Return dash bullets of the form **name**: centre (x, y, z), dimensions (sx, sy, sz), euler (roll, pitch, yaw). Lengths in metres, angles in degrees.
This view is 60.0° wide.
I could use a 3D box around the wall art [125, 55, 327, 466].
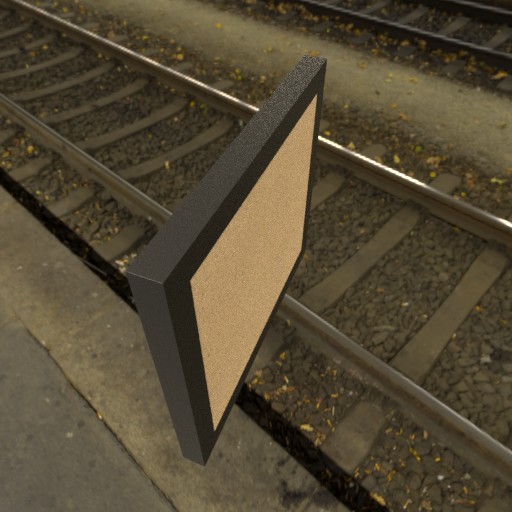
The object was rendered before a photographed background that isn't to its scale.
- **wall art**: centre (0.000, 0.000, 0.521), dimensions (0.028, 0.321, 0.381), euler (16, 48, 15)
